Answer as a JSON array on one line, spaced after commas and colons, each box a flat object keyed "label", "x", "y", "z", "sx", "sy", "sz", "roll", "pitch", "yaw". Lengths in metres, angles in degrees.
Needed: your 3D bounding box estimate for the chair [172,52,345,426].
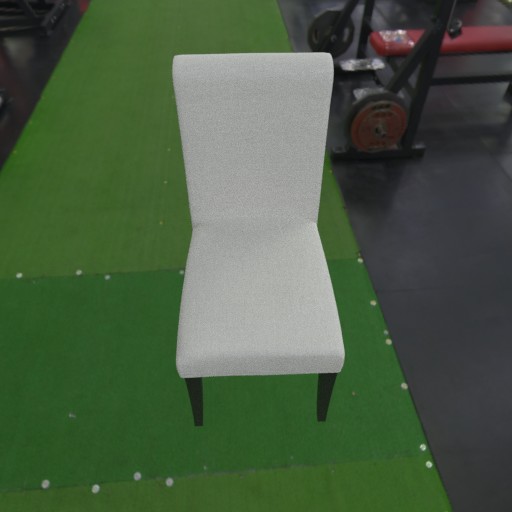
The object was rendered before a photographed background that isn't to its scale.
[{"label": "chair", "x": 0.000, "y": 0.000, "z": 1.376, "sx": 0.452, "sy": 0.976, "sz": 0.708, "roll": -2, "pitch": 47, "yaw": -1}]
